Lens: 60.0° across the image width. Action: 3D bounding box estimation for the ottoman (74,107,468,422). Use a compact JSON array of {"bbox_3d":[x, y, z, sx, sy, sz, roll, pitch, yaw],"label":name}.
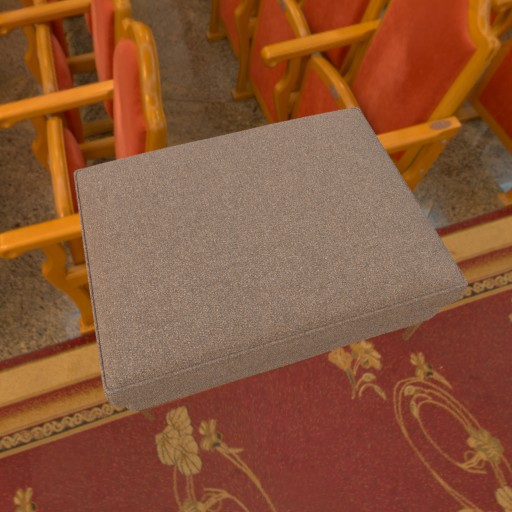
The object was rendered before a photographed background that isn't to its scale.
[{"bbox_3d":[0.000,0.000,1.149,0.785,0.464,0.583,-15,61,-9],"label":"ottoman"}]
